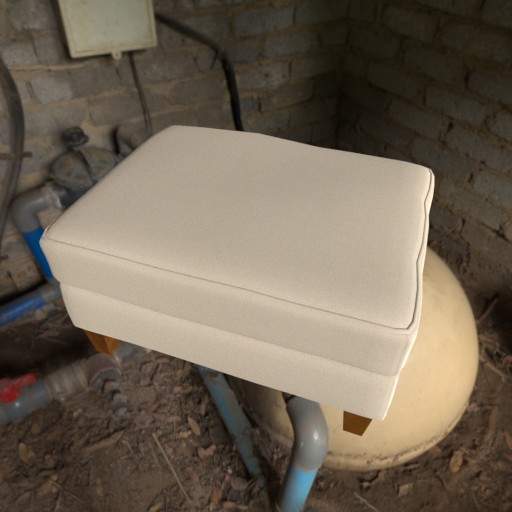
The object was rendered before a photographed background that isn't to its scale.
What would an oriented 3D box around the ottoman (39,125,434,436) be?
[{"bbox_3d":[0.000,0.000,1.198,0.818,0.485,0.634,13,43,15],"label":"ottoman"}]
